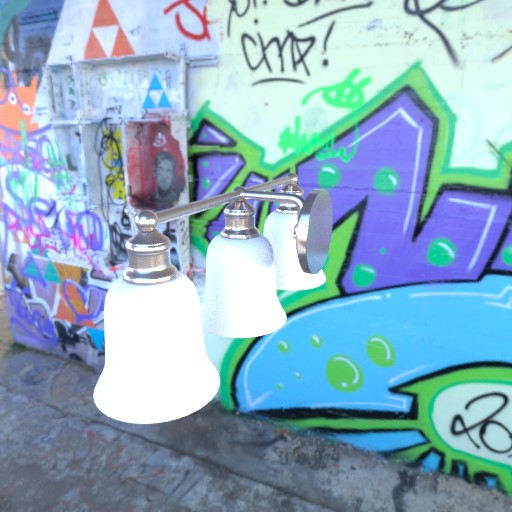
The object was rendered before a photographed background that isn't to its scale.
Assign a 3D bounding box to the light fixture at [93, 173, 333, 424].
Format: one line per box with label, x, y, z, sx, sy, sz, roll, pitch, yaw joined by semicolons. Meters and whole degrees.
light fixture;0.000;0.000;0.668;0.198;0.211;0.570;8;18;24
